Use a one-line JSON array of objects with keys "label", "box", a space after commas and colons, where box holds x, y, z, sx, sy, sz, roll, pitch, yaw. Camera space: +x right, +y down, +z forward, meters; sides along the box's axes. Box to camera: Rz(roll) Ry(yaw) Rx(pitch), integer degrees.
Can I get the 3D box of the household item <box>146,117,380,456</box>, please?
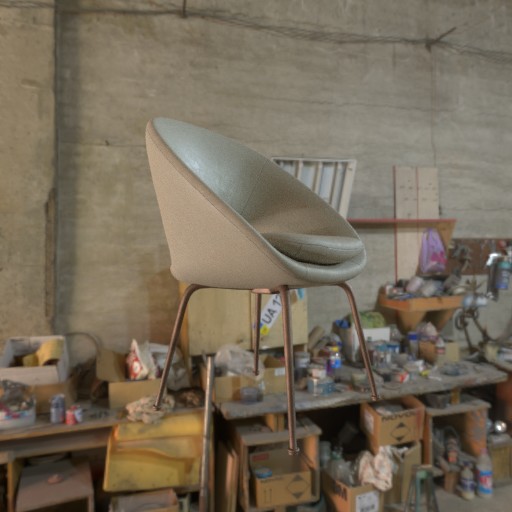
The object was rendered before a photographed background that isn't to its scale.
[{"label": "household item", "box": [0.000, 0.000, 1.287, 0.573, 0.852, 0.623, 0, 0, 38]}]
